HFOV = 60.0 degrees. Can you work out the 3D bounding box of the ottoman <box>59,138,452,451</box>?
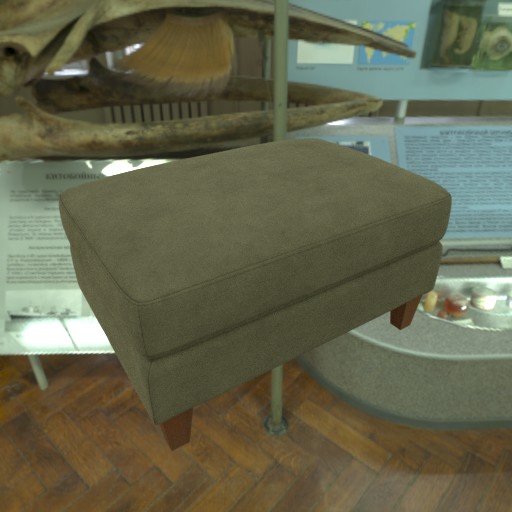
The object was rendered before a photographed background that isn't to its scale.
[{"bbox_3d":[0.000,0.000,1.202,0.864,0.483,0.584,-19,36,-28],"label":"ottoman"}]
